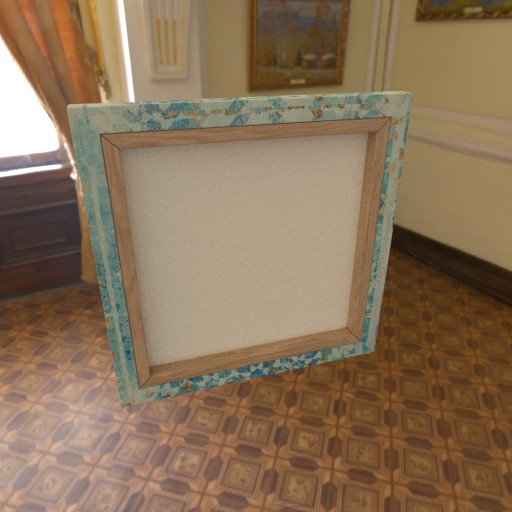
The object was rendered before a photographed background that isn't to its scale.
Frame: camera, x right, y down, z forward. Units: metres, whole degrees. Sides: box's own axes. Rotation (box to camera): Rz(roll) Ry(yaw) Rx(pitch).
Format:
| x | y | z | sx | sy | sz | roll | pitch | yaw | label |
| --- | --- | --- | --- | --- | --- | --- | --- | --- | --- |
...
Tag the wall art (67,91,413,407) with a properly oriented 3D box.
| x | y | z | sx | sy | sz | roll | pitch | yaw | label |
| --- | --- | --- | --- | --- | --- | --- | --- | --- | --- |
| 0.000 | 0.000 | 0.901 | 0.609 | 0.609 | 0.040 | -8 | 28 | -16 | wall art |
